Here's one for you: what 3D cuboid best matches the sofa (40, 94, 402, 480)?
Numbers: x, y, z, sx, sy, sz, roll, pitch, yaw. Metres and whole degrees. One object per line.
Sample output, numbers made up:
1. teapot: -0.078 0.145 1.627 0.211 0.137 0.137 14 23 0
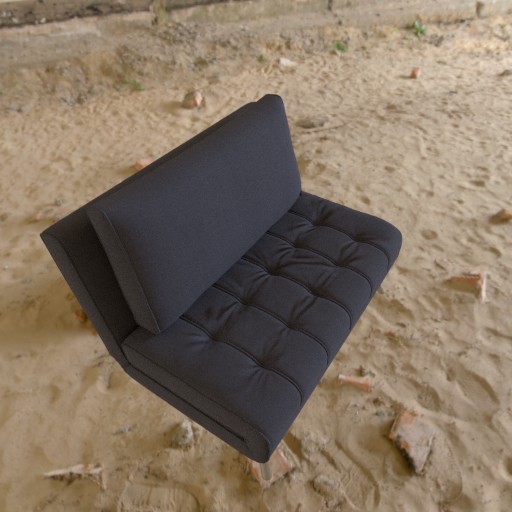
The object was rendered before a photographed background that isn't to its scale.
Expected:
1. sofa: 0.000 0.000 1.845 0.910 0.910 1.220 24 48 24
